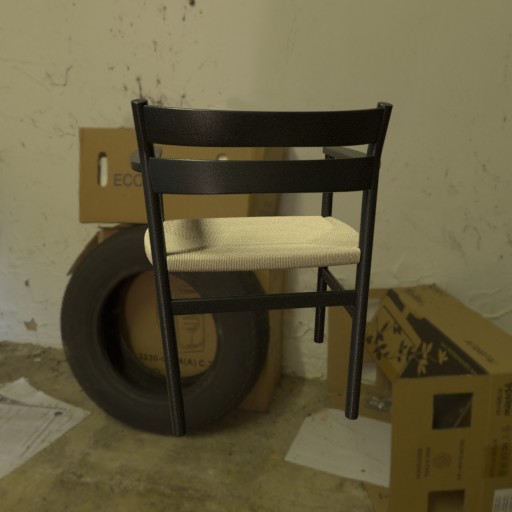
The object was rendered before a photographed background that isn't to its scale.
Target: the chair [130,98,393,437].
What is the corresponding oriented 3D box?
[{"bbox_3d":[0.000,0.000,1.201,0.630,0.775,0.508,-2,15,-9],"label":"chair"}]
